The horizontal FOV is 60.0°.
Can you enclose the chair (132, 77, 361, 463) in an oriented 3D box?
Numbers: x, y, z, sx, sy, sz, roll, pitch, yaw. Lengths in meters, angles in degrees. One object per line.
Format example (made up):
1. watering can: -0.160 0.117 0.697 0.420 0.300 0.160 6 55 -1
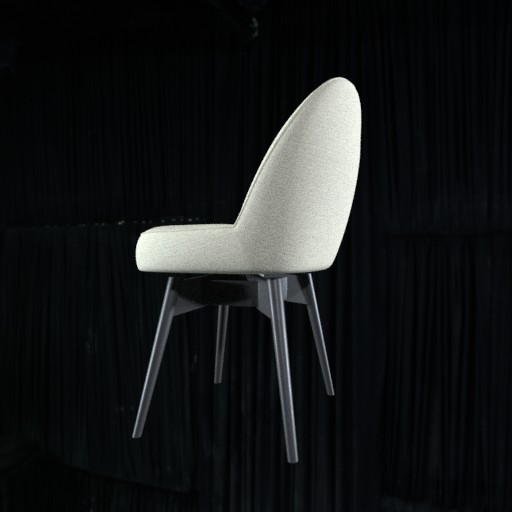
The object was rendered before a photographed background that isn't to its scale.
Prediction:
1. chair: 0.000 0.000 1.177 0.540 0.838 0.532 0 0 19
